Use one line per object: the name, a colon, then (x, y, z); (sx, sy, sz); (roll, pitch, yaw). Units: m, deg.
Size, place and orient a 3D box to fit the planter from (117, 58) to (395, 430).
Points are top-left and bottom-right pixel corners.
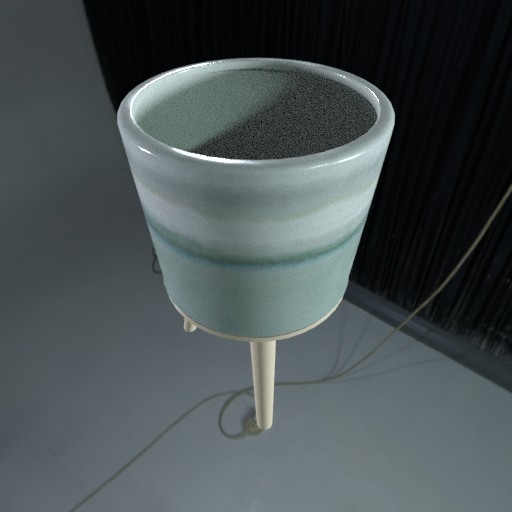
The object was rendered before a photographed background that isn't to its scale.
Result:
planter: (0.000, 0.000, 0.564); (0.265, 0.404, 0.265); (27, 48, 27)
